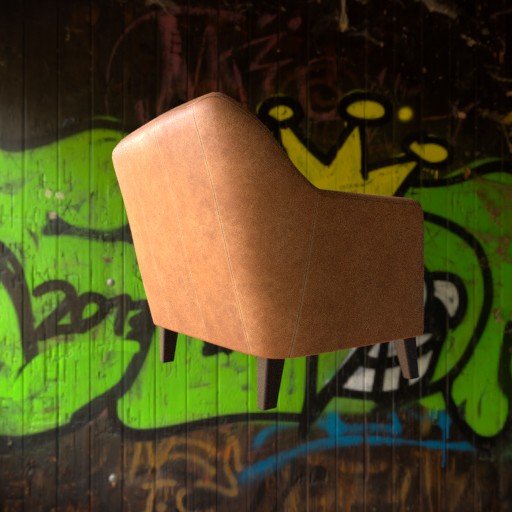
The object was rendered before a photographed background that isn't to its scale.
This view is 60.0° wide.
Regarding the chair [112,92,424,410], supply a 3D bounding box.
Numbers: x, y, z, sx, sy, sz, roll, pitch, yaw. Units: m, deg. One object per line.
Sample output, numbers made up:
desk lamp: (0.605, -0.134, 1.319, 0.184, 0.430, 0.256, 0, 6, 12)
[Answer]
chair: (0.000, 0.000, 1.887, 1.034, 0.980, 1.037, 0, 0, -36)
